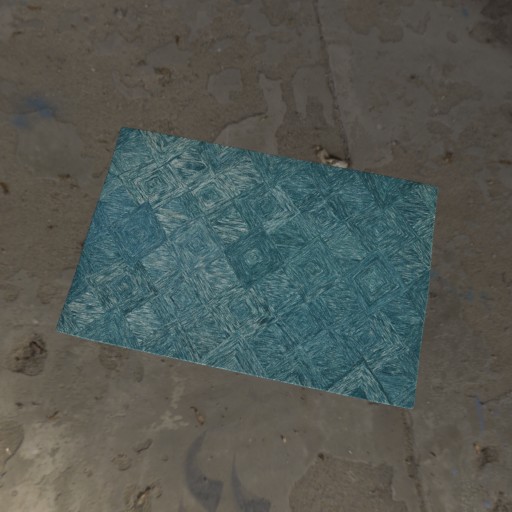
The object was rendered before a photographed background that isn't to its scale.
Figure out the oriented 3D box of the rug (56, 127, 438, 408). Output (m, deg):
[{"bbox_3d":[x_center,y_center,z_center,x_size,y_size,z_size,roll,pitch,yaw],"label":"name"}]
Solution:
[{"bbox_3d":[0.000,0.000,2.220,1.728,0.017,1.136,11,75,3],"label":"rug"}]
